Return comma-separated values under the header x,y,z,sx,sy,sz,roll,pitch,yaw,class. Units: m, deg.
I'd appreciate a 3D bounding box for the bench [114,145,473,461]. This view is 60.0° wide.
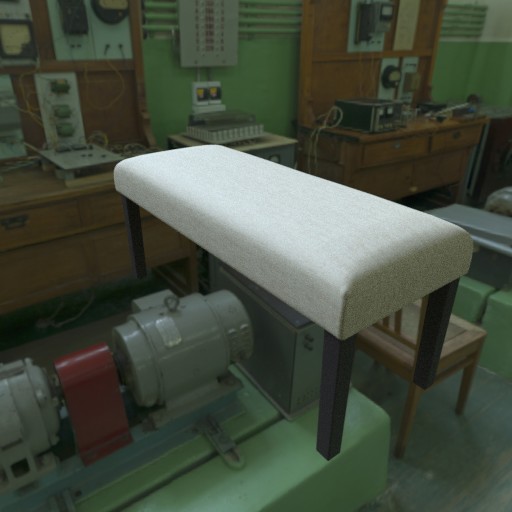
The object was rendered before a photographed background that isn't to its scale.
x,y,z,sx,sy,sz,roll,pitch,yaw,class
0.000,0.000,1.265,0.407,0.456,1.013,-19,32,-33,bench
